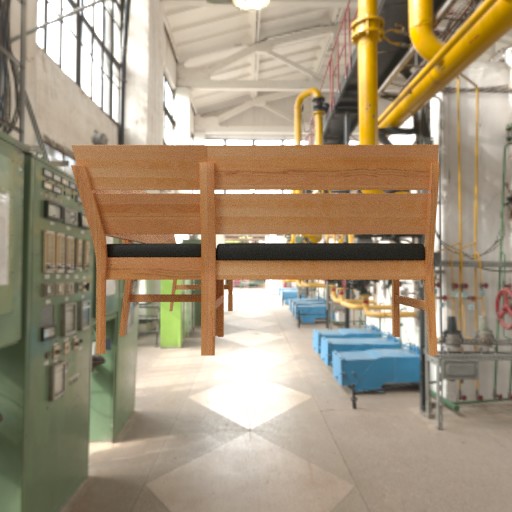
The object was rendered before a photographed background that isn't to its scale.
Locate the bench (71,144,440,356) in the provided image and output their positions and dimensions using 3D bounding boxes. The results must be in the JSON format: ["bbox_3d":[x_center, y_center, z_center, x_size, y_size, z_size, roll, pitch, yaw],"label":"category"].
[{"bbox_3d":[0.000,0.000,2.823,1.548,0.890,1.948,0,-1,0],"label":"bench"}]
